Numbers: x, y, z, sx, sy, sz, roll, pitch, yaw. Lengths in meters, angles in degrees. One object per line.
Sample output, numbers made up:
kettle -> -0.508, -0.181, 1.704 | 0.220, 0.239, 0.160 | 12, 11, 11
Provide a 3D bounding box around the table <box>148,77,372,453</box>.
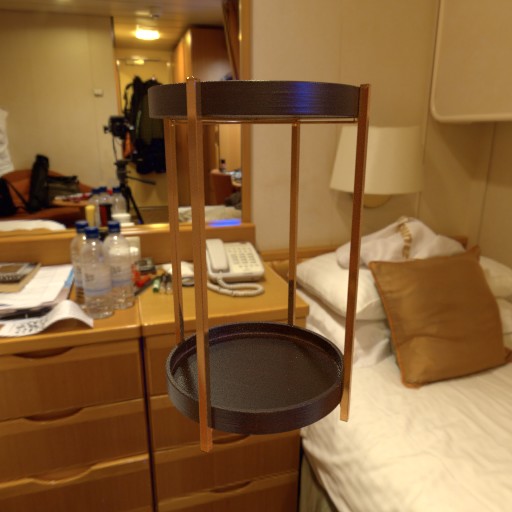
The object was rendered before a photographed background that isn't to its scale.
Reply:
table -> 0.000, 0.000, 0.861 | 0.400, 0.610, 0.400 | 8, 18, 26
